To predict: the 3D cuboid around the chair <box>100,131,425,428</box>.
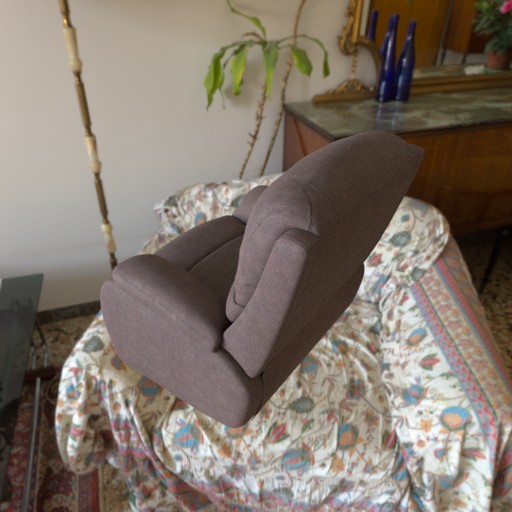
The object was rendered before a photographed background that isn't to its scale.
[{"bbox_3d":[0.000,0.000,1.736,0.899,1.011,0.930,21,38,29],"label":"chair"}]
